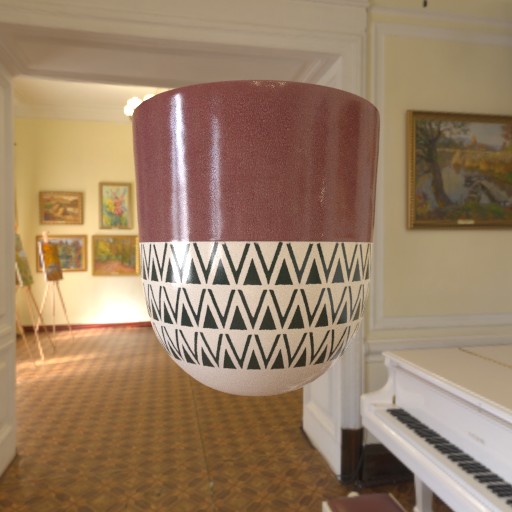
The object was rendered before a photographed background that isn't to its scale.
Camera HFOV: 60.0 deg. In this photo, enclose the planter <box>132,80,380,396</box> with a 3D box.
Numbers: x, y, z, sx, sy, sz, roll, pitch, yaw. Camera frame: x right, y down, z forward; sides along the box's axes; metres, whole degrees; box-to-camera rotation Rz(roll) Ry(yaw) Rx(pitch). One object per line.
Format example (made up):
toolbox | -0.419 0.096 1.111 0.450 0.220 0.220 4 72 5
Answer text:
planter | 0.000 0.000 0.363 0.195 0.214 0.195 0 1 0
